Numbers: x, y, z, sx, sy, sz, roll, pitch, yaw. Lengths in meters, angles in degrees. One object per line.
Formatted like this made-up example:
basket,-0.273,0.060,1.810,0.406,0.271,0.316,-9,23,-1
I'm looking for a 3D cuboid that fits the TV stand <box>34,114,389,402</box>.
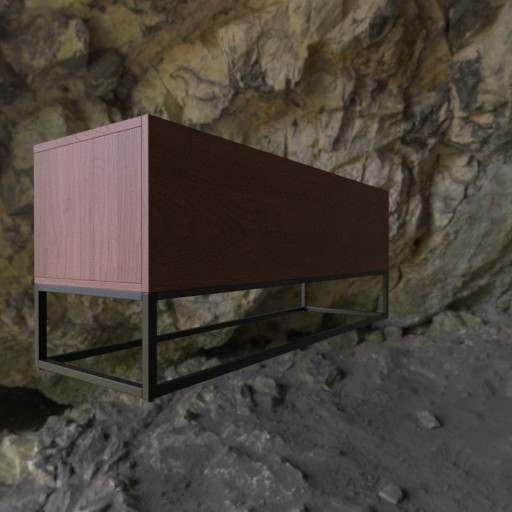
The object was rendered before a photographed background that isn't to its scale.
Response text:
TV stand,0.000,0.000,1.370,0.415,0.500,1.200,0,1,36
